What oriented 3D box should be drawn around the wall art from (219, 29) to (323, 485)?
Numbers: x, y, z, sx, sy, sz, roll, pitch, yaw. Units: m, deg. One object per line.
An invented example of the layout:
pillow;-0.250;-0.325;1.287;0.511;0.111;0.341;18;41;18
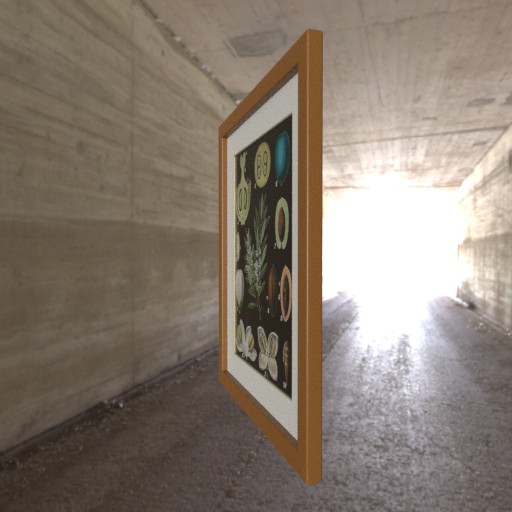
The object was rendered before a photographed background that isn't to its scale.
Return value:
wall art;0.000;0.000;0.748;0.021;0.550;0.449;0;1;-18
